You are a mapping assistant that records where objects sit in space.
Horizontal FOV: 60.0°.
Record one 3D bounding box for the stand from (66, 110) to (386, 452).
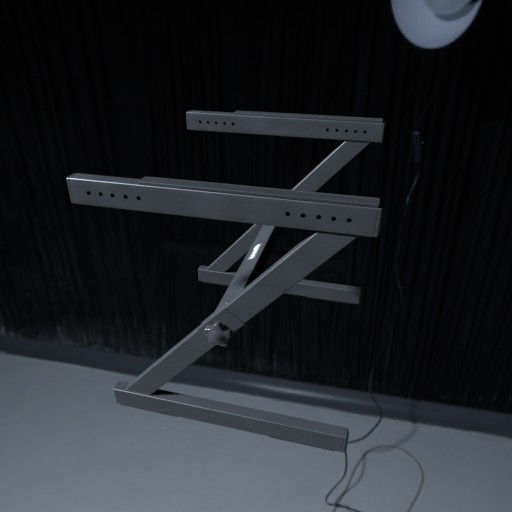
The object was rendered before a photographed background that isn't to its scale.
[{"bbox_3d":[0.000,0.000,1.186,0.586,0.617,0.700,7,31,13],"label":"stand"}]
